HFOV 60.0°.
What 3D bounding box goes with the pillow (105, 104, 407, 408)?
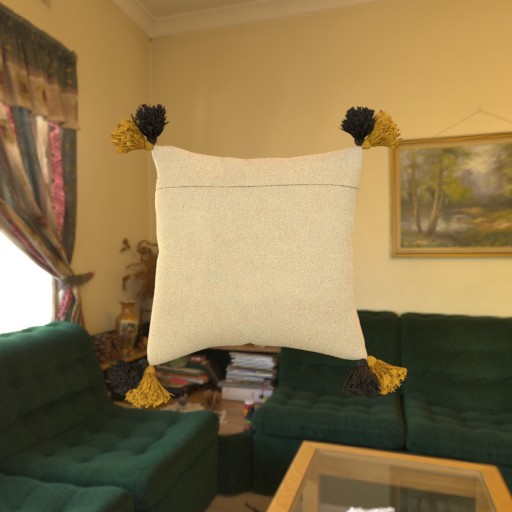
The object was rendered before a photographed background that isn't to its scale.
[{"bbox_3d":[0.000,0.000,0.975,0.654,0.659,0.139,0,-1,0],"label":"pillow"}]
